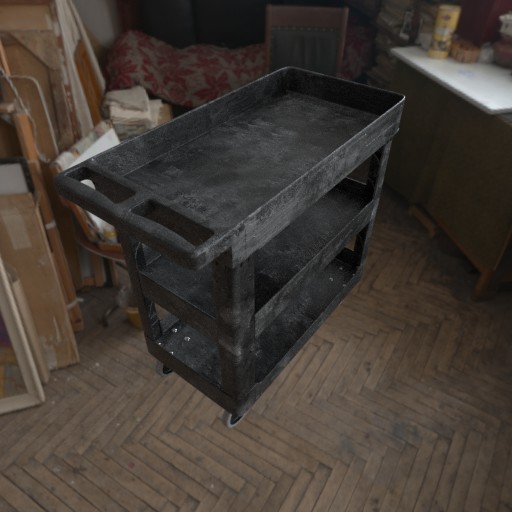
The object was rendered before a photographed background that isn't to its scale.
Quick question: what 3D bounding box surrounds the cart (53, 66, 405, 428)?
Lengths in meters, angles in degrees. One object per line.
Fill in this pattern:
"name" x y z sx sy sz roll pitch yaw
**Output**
"cart" 0.000 0.000 1.361 0.420 0.824 0.877 27 48 27
